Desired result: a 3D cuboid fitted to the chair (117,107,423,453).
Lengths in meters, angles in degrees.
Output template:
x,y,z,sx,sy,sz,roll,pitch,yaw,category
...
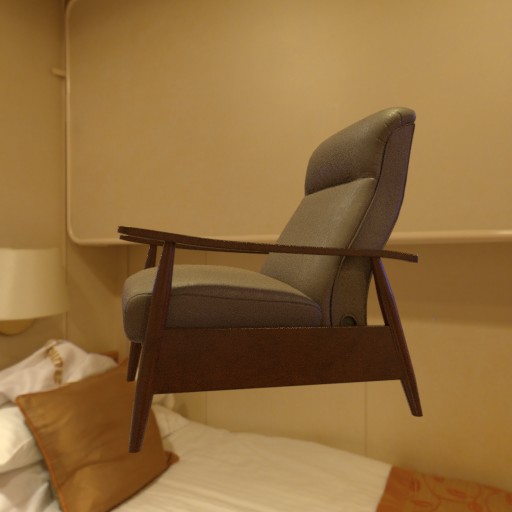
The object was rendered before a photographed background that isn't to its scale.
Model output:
x,y,z,sx,sy,sz,roll,pitch,yaw,category
0.000,0.000,1.710,1.014,1.082,0.762,0,1,-17,chair
